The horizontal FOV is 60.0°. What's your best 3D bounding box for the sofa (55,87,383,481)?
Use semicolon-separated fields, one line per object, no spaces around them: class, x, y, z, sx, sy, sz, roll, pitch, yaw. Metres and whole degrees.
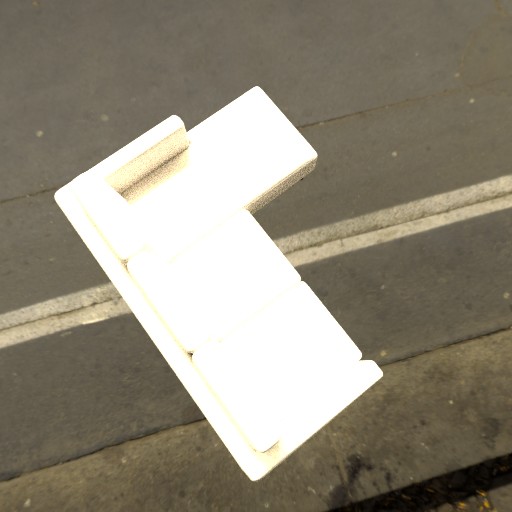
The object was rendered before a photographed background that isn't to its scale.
sofa;0.000;0.000;2.823;1.580;0.899;2.029;-36;79;-8
